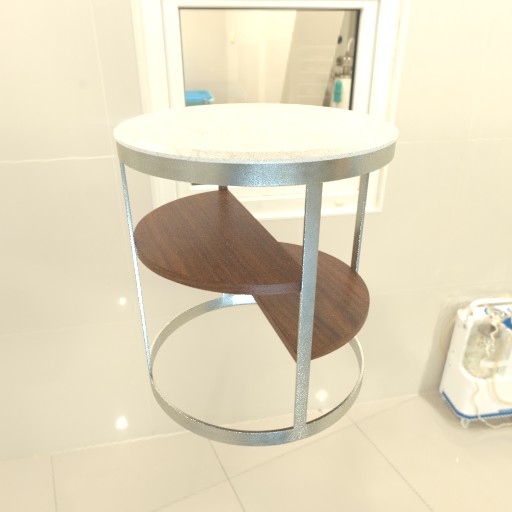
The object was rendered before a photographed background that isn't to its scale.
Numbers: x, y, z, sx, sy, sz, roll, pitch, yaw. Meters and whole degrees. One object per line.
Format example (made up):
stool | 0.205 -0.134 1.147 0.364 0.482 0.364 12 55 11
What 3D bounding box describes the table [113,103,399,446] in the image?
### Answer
table | 0.000 0.000 0.754 0.407 0.447 0.407 0 27 0
